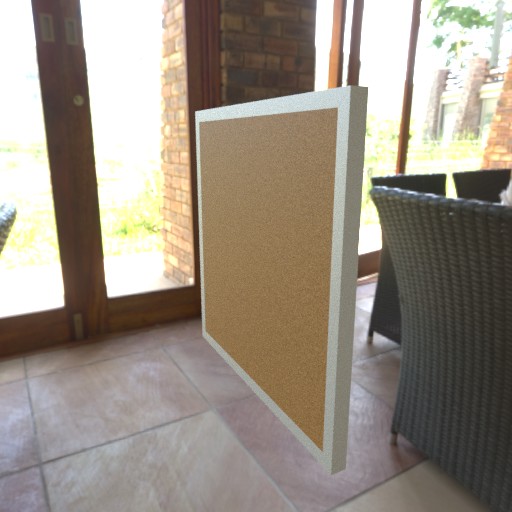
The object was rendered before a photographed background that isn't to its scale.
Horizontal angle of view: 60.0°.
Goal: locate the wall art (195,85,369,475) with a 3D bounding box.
[{"bbox_3d":[0.000,0.000,1.163,0.038,0.762,0.762,-7,16,-26],"label":"wall art"}]
